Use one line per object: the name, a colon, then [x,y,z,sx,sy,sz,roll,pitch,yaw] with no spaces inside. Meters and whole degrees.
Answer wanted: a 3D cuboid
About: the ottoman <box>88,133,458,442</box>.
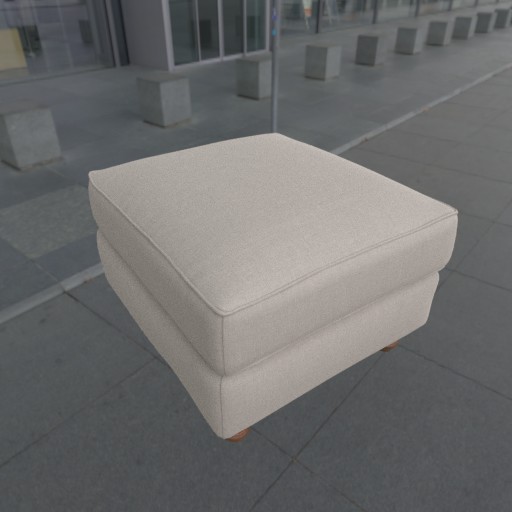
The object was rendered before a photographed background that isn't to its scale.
ottoman: [0.000,0.000,1.163,0.662,0.505,0.716,-20,38,-28]
